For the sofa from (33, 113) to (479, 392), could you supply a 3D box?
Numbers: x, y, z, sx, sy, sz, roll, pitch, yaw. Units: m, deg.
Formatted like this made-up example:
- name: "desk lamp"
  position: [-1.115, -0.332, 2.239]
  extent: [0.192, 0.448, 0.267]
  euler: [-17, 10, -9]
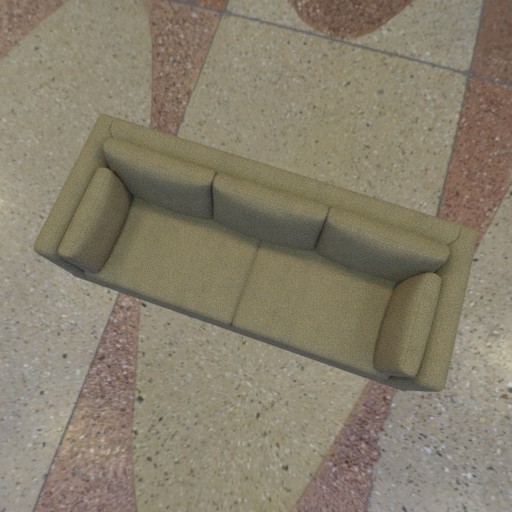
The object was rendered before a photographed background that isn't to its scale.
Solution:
- name: "sofa"
  position: [0.000, 0.000, 2.855]
  extent: [2.415, 0.867, 0.969]
  euler: [18, 75, 5]
